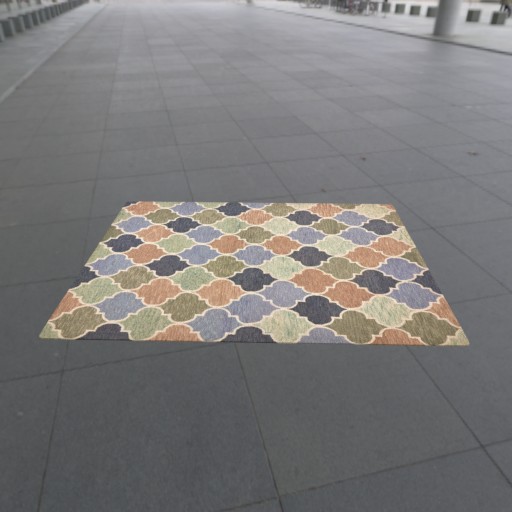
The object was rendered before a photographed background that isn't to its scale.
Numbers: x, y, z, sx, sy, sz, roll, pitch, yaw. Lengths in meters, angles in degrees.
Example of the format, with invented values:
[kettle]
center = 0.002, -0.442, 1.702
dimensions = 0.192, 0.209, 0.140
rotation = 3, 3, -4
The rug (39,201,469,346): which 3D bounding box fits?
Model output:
[rug]
center = 0.000, 0.000, 4.310
dimensions = 3.200, 0.013, 2.439
rotation = 1, 31, 1
